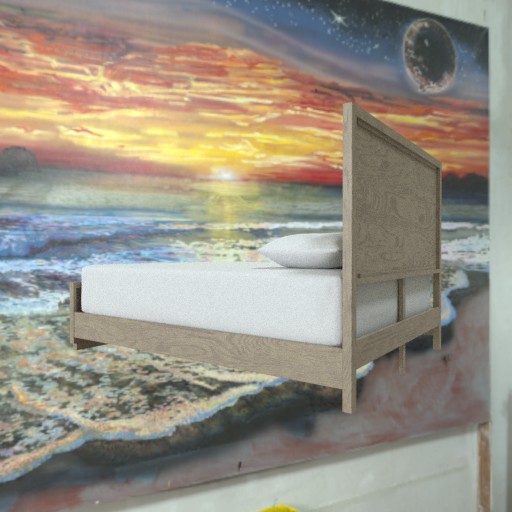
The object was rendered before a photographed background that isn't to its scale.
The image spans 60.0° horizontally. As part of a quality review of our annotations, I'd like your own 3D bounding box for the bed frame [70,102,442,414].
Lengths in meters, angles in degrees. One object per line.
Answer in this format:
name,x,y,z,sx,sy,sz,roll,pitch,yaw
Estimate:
bed frame,0.000,0.000,3.235,2.189,1.369,1.606,0,1,36
